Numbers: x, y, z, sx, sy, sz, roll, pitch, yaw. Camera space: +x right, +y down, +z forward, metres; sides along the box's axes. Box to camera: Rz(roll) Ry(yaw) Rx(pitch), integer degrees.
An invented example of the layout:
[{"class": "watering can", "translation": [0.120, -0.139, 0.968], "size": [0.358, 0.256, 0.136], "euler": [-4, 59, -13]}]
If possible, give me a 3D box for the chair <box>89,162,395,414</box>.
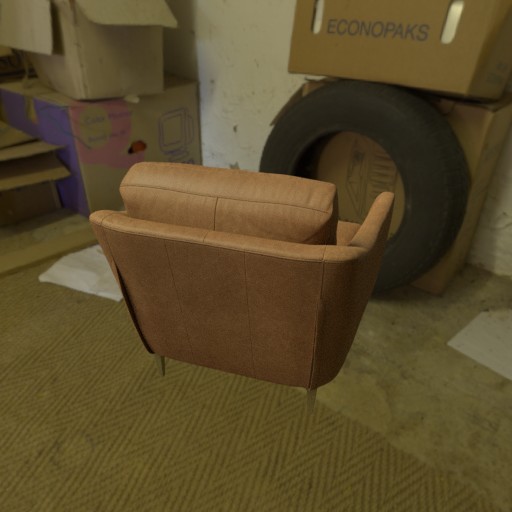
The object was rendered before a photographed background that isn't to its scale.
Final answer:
[{"class": "chair", "translation": [0.000, 0.000, 1.747], "size": [0.988, 0.895, 0.963], "euler": [9, 33, 14]}]
